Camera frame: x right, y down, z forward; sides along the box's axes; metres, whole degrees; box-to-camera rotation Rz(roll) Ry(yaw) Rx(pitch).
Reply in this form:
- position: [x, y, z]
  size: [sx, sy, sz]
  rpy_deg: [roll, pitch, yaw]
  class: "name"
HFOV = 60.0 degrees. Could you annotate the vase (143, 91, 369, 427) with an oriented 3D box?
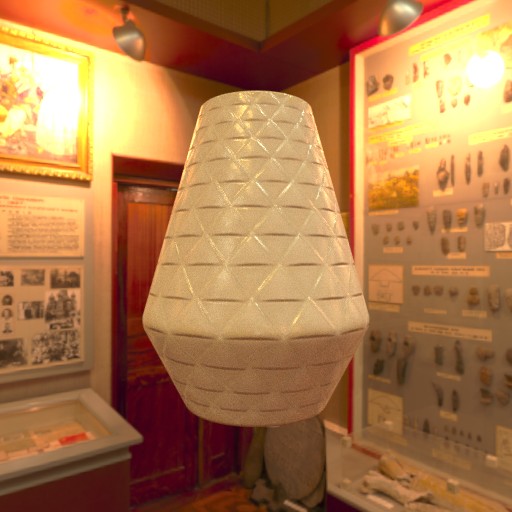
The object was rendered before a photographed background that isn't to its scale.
- position: [0.000, 0.000, 0.352]
  size: [0.175, 0.230, 0.175]
  rpy_deg: [0, 0, 0]
  class: "vase"
